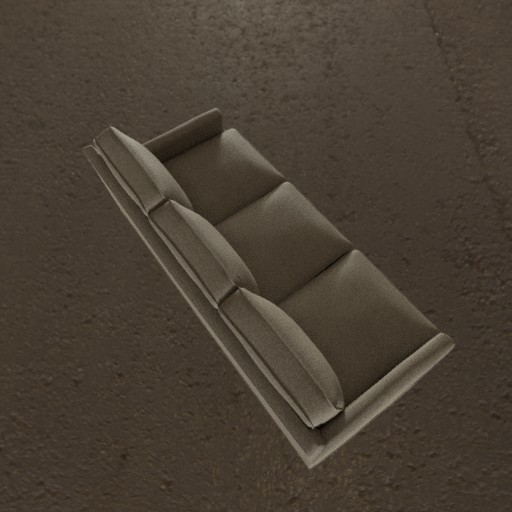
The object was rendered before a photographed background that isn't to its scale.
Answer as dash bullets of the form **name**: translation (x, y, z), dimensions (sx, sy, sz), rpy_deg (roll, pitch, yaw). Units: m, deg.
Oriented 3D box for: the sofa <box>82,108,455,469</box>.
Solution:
- **sofa**: translation (0.000, 0.000, 2.721), dimensions (1.084, 1.003, 2.246), rpy_deg (-32, 64, -18)
